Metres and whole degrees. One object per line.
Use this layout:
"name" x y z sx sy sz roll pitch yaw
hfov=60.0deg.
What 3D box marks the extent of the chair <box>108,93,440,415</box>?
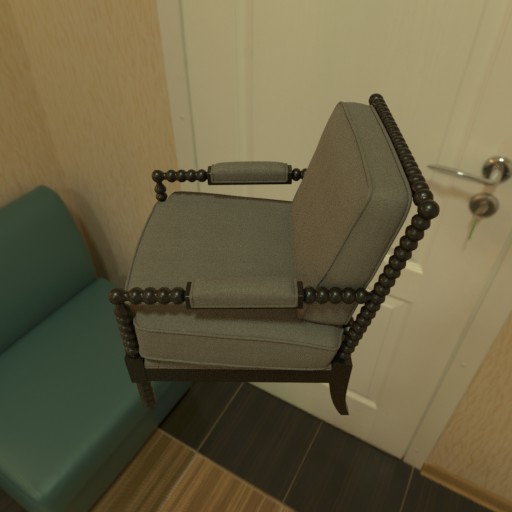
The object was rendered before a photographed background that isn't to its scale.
"chair" 0.000 0.000 1.125 0.622 0.661 0.540 0 41 1
